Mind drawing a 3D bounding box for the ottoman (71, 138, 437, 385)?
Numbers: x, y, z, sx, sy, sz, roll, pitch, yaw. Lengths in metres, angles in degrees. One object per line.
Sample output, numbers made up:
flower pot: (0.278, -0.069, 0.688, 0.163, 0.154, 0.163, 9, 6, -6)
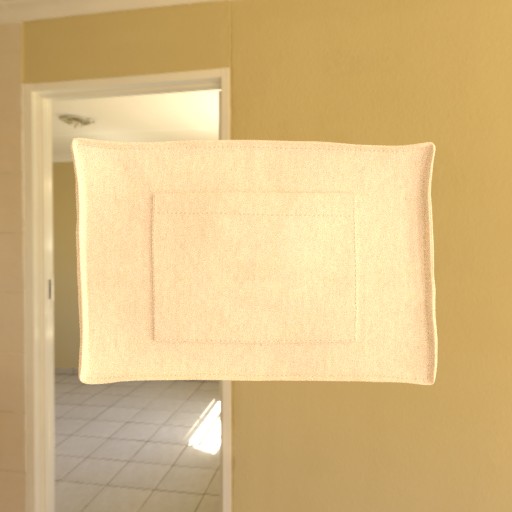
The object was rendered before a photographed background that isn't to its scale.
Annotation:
ottoman: (0.000, 0.000, 1.140, 0.707, 0.470, 0.696, 0, 1, 0)
